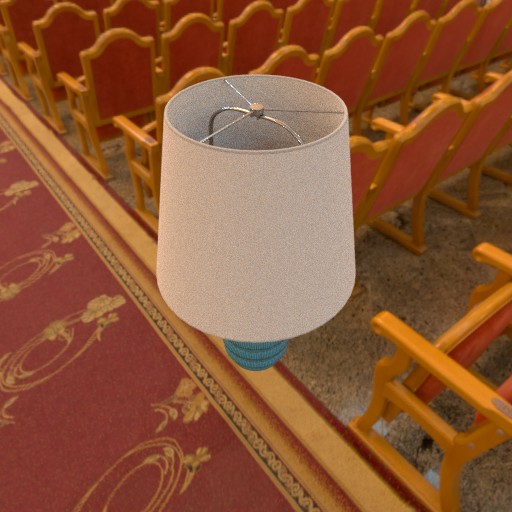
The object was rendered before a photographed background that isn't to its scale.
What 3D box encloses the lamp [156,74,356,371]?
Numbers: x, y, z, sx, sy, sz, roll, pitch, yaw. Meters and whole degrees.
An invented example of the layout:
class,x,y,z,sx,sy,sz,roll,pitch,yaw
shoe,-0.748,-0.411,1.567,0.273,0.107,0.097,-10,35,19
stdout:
class,x,y,z,sx,sy,sz,roll,pitch,yaw
lamp,0.000,0.000,0.566,0.254,0.392,0.254,0,42,0
